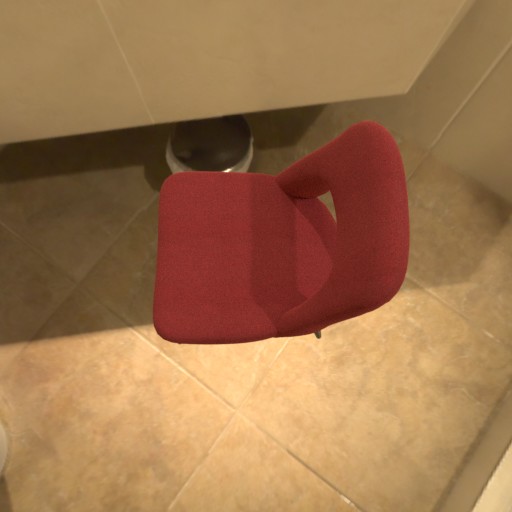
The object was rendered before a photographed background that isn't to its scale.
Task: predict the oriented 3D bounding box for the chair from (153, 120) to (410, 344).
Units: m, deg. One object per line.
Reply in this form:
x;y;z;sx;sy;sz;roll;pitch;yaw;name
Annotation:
0.000;0.000;1.229;0.569;0.892;0.483;0;76;0;chair
